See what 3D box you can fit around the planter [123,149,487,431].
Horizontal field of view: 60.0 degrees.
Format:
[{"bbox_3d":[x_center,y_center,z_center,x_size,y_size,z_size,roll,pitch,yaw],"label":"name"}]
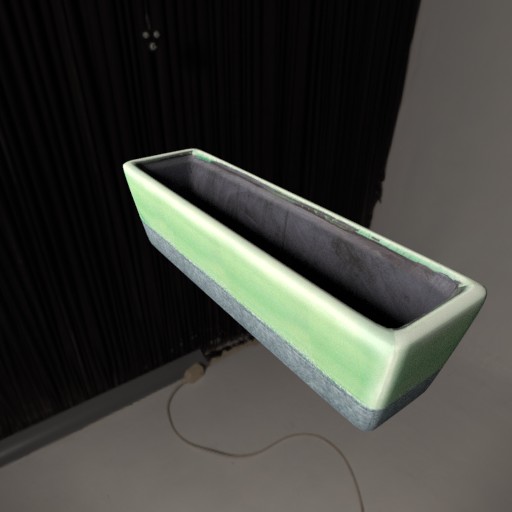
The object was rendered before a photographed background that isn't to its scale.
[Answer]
[{"bbox_3d":[0.000,0.000,0.298,0.072,0.072,0.275,-20,36,-31],"label":"planter"}]
